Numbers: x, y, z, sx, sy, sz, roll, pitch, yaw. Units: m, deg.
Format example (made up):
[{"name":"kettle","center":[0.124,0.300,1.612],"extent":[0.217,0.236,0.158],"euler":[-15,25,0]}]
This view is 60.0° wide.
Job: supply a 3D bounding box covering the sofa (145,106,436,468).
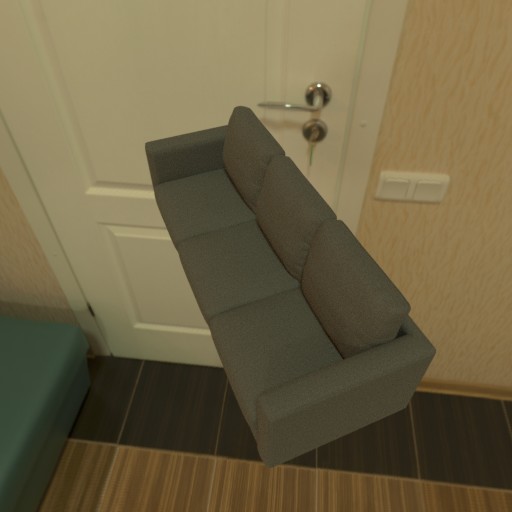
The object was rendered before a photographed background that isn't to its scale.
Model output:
[{"name":"sofa","center":[0.000,0.000,2.543],"extent":[0.802,0.912,2.029],"euler":[-17,49,-15]}]
